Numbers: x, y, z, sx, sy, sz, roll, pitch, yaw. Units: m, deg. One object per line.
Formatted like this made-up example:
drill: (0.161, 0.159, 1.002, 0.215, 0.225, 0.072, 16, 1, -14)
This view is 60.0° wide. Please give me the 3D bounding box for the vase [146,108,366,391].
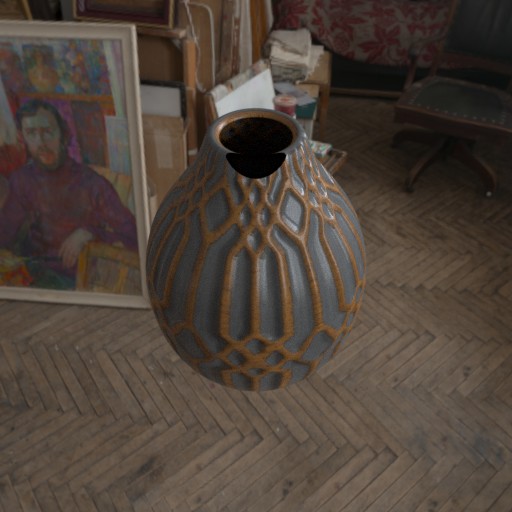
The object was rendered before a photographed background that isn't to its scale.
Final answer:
vase: (0.000, 0.000, 0.138, 0.069, 0.088, 0.069, 0, 47, 0)
